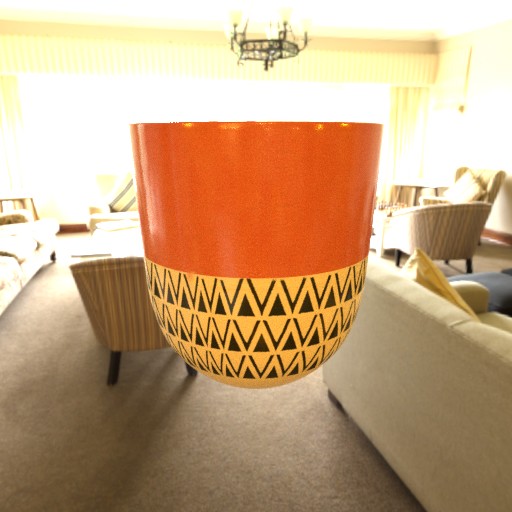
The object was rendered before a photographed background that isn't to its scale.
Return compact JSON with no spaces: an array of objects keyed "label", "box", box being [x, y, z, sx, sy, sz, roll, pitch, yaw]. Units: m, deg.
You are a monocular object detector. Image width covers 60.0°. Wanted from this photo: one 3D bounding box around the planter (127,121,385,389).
[{"label":"planter","box":[0.000,0.000,0.376,0.195,0.214,0.195,0,15,0]}]
